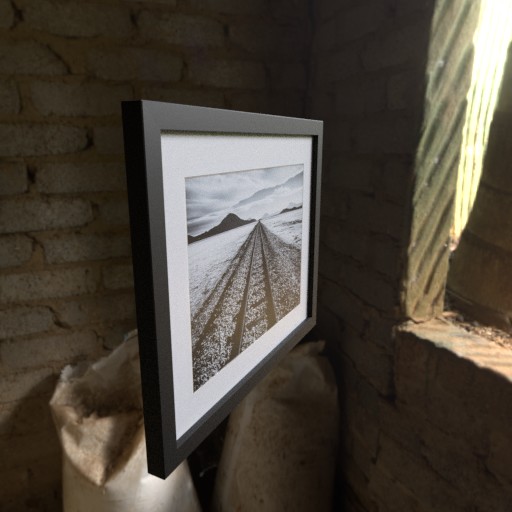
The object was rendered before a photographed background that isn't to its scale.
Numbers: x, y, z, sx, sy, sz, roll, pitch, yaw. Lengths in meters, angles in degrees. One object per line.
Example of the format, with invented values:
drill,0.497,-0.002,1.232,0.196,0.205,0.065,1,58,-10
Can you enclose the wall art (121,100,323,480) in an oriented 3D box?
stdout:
wall art,0.000,0.000,0.751,0.029,0.458,0.559,7,16,26
